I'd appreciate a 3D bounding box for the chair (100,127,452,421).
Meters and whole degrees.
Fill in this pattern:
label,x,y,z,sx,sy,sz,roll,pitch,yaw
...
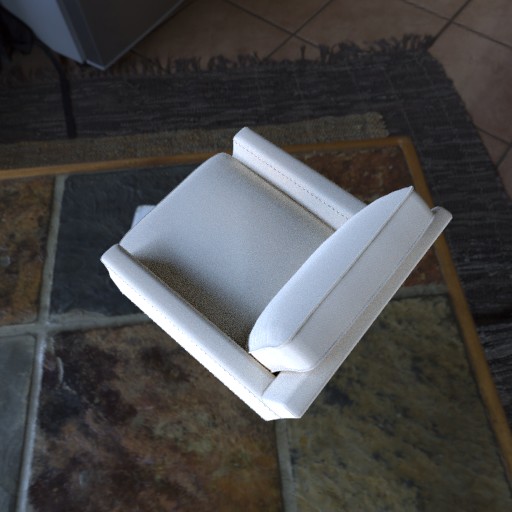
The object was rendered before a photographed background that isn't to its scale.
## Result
label,x,y,z,sx,sy,sz,roll,pitch,yaw
chair,0.000,0.000,1.770,1.014,0.943,0.853,37,70,16
